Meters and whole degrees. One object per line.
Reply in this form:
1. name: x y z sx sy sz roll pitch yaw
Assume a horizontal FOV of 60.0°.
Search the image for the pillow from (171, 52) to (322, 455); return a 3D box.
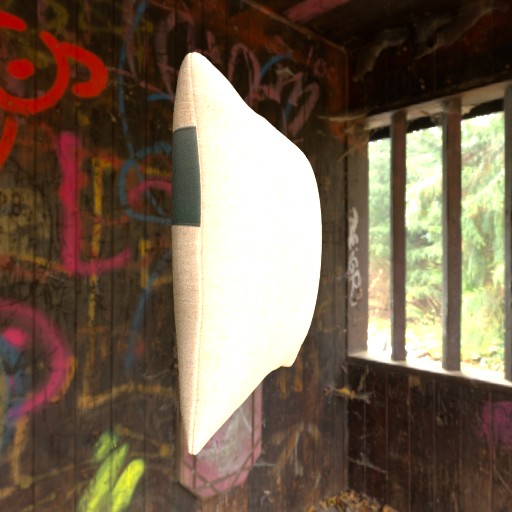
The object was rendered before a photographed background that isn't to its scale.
1. pillow: 0.000 0.000 0.628 0.173 0.399 0.414 0 -1 18
